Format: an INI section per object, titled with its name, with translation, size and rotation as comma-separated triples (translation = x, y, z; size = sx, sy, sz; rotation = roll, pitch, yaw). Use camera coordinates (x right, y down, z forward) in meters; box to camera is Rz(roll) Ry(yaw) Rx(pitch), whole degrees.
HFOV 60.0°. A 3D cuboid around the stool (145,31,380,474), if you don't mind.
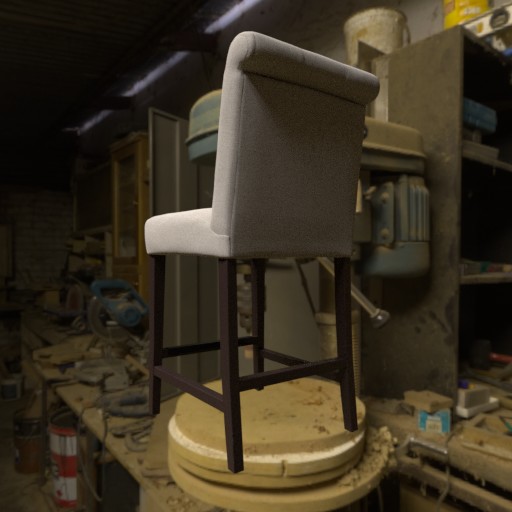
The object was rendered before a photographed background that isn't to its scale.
[stool]
translation = 0.000, 0.000, 1.351
size = 0.493, 1.040, 0.601
rotation = 0, 1, -36
